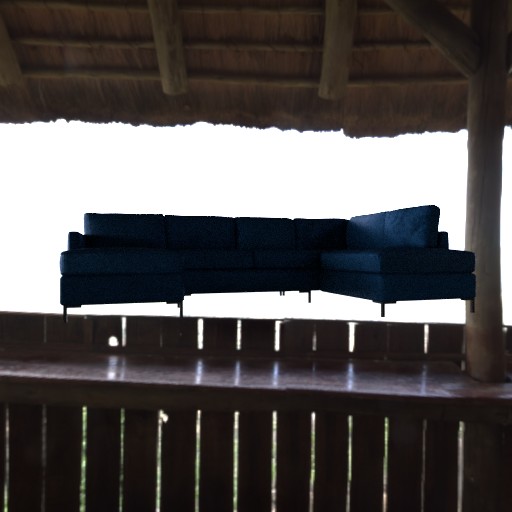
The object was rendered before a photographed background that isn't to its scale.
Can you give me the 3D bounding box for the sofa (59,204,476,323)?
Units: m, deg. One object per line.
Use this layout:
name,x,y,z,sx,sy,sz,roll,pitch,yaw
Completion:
sofa,0.000,0.000,4.306,3.434,0.992,2.055,0,0,-18
